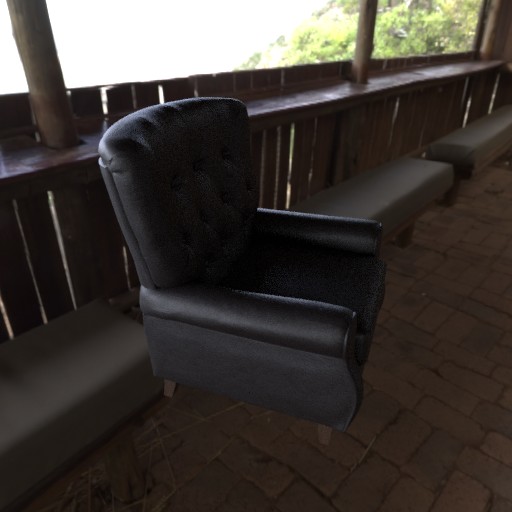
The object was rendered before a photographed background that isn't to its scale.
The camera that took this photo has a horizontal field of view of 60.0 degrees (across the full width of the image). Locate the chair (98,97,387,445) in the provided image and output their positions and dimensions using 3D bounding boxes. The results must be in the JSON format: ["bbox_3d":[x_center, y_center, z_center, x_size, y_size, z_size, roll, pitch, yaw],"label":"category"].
[{"bbox_3d":[0.000,0.000,1.856,1.058,1.158,0.948,10,31,18],"label":"chair"}]
